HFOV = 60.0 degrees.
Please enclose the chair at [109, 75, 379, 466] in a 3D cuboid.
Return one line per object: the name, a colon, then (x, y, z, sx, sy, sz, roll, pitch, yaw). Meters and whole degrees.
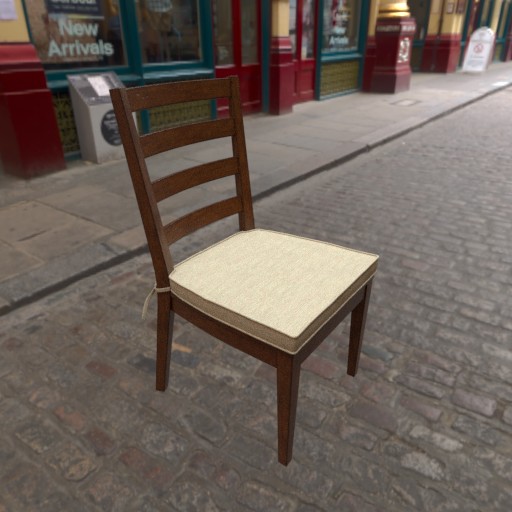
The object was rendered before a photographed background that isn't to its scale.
chair: (0.000, 0.000, 1.359, 0.595, 0.979, 0.593, 18, 31, 31)
